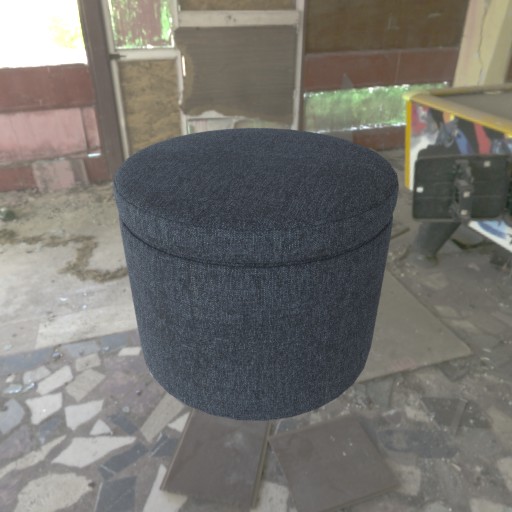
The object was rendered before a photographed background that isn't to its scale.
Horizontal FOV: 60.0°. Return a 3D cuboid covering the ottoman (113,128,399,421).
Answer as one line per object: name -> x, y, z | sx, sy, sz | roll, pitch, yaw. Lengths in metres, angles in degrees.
ottoman -> 0.000, 0.000, 0.894 | 0.500, 0.419, 0.500 | 0, 31, 0
